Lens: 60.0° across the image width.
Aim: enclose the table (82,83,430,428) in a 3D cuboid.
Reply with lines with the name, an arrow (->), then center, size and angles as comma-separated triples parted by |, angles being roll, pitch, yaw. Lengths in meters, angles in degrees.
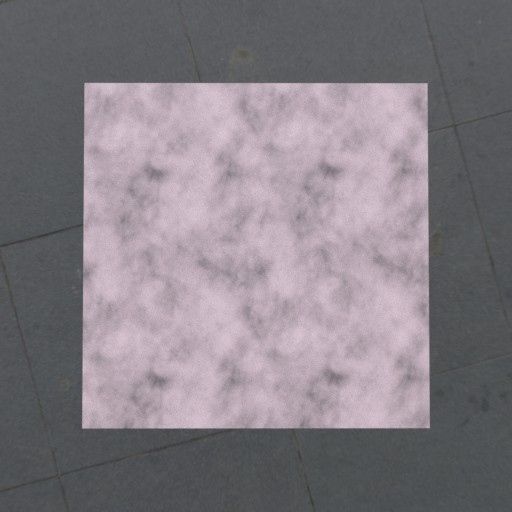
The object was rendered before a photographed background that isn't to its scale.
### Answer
table -> 0.000, 0.000, 1.011 | 0.670, 0.305, 0.670 | 0, 89, 0
